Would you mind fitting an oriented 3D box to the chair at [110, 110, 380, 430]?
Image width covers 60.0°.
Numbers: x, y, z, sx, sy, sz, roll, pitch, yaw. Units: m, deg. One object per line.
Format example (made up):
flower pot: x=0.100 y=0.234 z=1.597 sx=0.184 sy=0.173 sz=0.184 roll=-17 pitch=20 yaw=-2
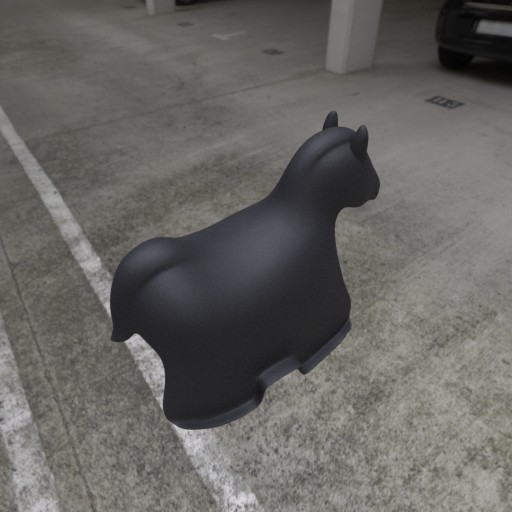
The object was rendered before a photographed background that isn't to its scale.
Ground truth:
chair: x=0.000 y=0.000 z=1.144 sx=0.800 sy=0.612 sz=0.429 roll=-24 pitch=46 yaw=-25
